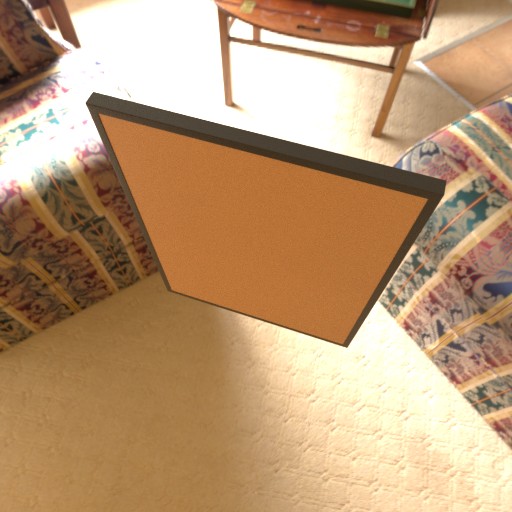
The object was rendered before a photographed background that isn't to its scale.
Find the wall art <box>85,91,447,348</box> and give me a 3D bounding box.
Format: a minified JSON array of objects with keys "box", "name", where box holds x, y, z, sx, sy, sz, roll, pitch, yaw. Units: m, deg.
[{"box":[0.000,0.000,1.419,0.804,1.061,0.039,16,63,9],"name":"wall art"}]
